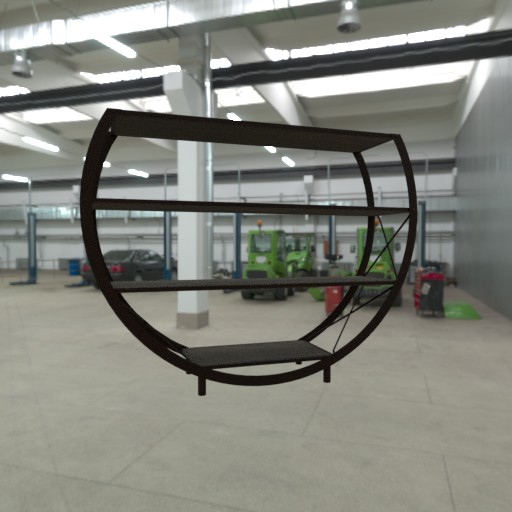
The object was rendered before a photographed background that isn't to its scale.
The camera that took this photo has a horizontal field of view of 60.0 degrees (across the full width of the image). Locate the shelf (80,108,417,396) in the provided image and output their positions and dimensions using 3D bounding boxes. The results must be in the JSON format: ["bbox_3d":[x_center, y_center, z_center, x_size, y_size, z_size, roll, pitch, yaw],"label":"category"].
[{"bbox_3d":[0.000,0.000,1.925,1.403,1.063,0.344,0,1,-18],"label":"shelf"}]
